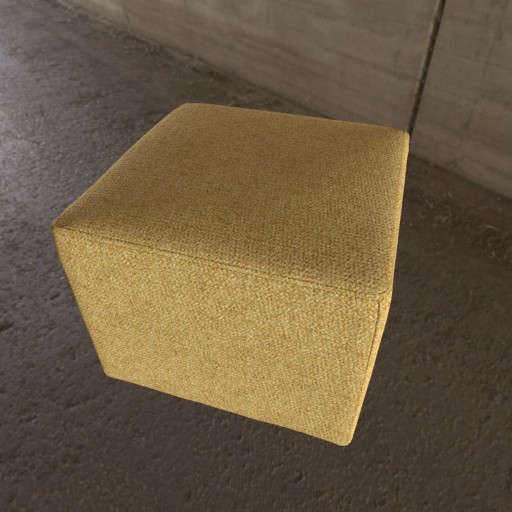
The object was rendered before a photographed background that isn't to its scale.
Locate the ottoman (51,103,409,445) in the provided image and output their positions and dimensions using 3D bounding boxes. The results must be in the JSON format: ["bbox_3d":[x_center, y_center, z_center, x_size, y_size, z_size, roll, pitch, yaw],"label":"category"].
[{"bbox_3d":[0.000,0.000,0.905,0.512,0.441,0.505,12,43,13],"label":"ottoman"}]
